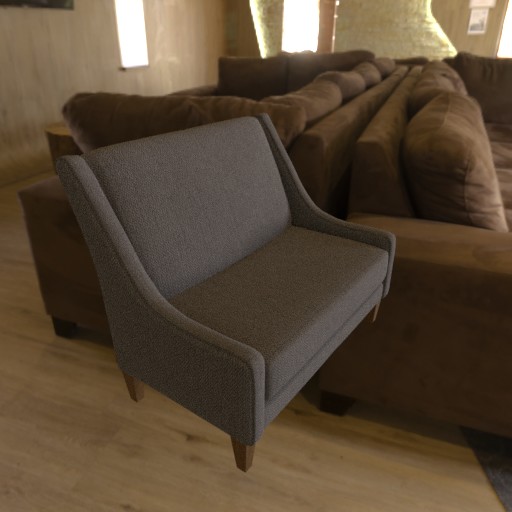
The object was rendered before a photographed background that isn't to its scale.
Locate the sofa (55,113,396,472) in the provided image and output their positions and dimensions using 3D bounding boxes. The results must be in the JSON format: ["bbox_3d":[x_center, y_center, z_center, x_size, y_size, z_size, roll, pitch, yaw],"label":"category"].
[{"bbox_3d":[0.000,0.000,1.959,0.873,1.022,1.242,18,31,32],"label":"sofa"}]
